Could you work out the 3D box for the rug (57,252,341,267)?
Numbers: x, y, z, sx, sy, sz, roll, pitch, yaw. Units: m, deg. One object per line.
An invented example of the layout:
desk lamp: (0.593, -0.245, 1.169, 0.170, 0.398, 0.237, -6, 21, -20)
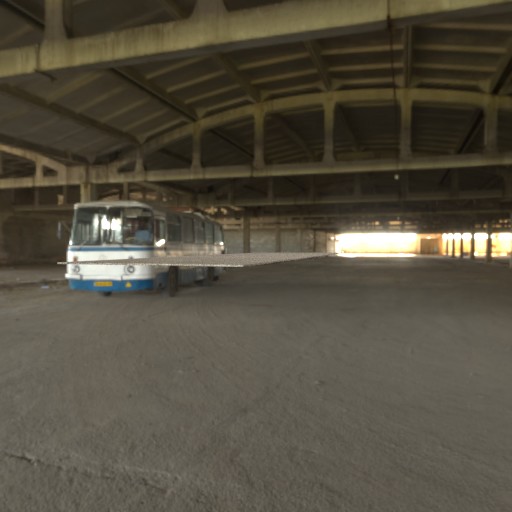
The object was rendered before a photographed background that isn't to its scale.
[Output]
rug: (0.000, 0.000, 2.634, 0.706, 0.009, 2.443, 0, 1, 18)
